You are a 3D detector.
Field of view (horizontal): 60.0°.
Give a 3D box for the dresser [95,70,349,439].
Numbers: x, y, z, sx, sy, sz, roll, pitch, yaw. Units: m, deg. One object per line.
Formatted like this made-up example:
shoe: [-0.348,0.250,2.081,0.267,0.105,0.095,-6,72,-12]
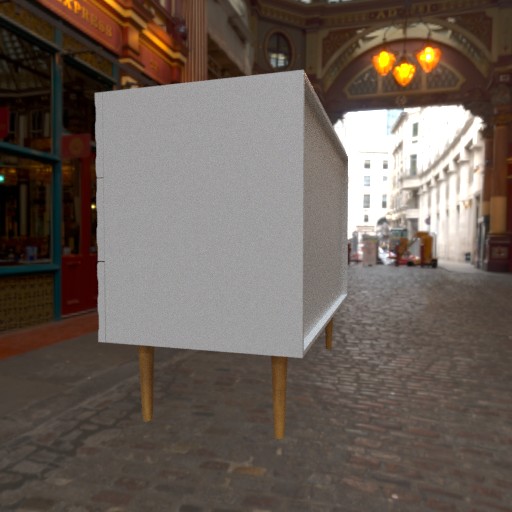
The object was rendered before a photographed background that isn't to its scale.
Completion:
dresser: [0.000,0.000,1.323,0.457,0.721,0.905,1,2,17]
